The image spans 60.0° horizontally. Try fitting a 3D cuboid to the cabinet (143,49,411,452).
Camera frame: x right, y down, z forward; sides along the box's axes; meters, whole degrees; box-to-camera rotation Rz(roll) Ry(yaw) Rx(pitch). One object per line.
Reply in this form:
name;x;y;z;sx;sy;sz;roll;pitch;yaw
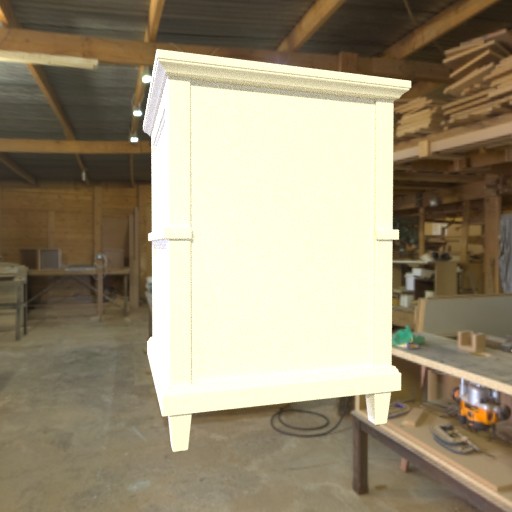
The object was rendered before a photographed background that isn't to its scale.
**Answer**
cabinet;0.000;0.000;1.160;0.544;0.775;0.547;0;1;-17
